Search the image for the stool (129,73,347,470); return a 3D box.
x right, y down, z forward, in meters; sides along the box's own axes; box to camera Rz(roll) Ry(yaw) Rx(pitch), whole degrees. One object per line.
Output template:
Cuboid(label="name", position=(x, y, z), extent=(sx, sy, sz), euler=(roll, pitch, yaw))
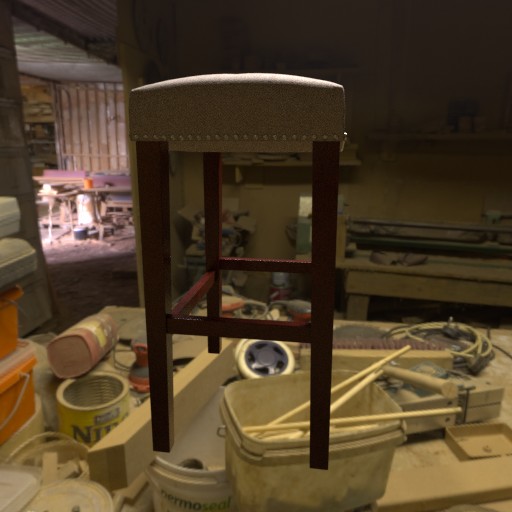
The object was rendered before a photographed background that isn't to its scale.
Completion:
Cuboid(label="stool", position=(0.000, 0.000, 1.039), extent=(0.372, 0.742, 0.504), euler=(2, 15, 9))
